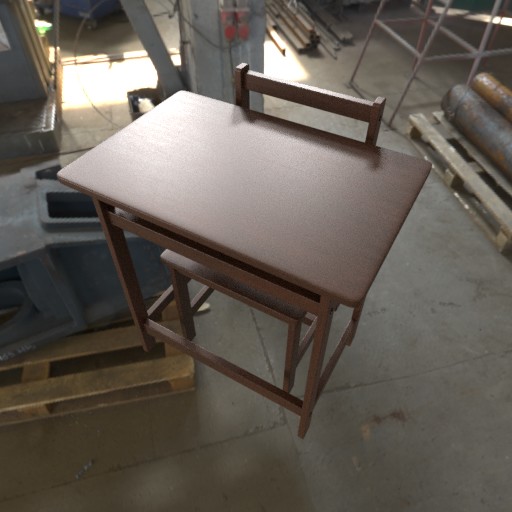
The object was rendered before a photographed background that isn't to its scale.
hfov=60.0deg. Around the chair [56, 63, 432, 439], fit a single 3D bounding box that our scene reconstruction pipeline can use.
[{"bbox_3d":[0.000,0.000,1.047,0.599,0.673,0.463,23,50,20],"label":"chair"}]
